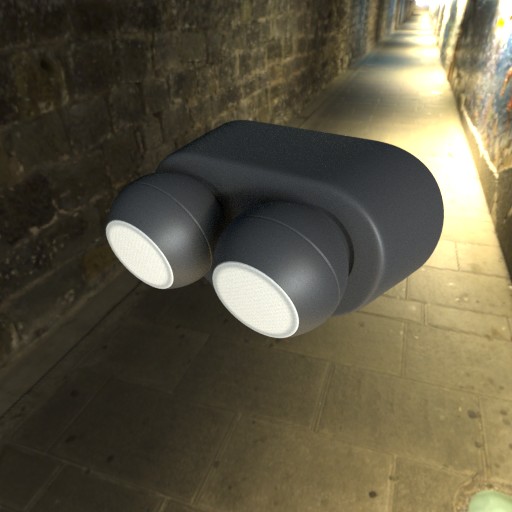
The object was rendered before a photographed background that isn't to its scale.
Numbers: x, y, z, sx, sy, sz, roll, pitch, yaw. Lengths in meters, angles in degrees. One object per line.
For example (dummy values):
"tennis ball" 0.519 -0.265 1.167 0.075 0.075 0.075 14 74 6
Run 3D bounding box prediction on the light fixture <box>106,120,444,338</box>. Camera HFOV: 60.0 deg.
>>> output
"light fixture" 0.000 0.000 0.338 0.229 0.159 0.159 19 35 29
